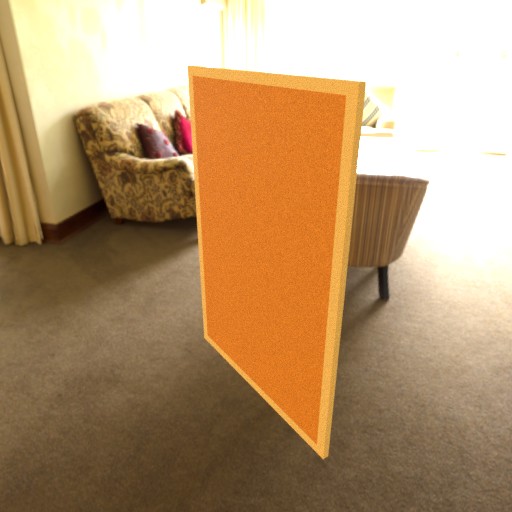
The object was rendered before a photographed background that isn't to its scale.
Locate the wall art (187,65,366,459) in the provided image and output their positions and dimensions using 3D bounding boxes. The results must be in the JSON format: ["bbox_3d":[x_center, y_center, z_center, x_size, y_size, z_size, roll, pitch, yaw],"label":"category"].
[{"bbox_3d":[0.000,0.000,0.852,0.013,0.656,0.456,-17,31,-31],"label":"wall art"}]
